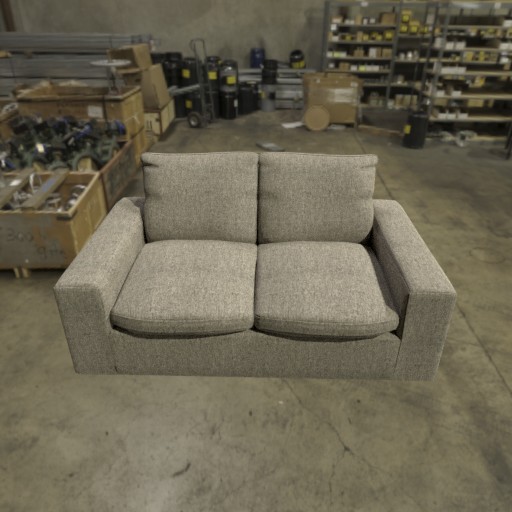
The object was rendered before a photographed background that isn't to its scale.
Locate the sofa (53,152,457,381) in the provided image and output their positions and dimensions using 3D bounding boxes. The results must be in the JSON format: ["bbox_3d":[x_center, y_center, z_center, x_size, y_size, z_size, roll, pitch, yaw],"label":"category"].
[{"bbox_3d":[0.000,0.000,2.373,1.758,0.877,1.094,1,30,1],"label":"sofa"}]
